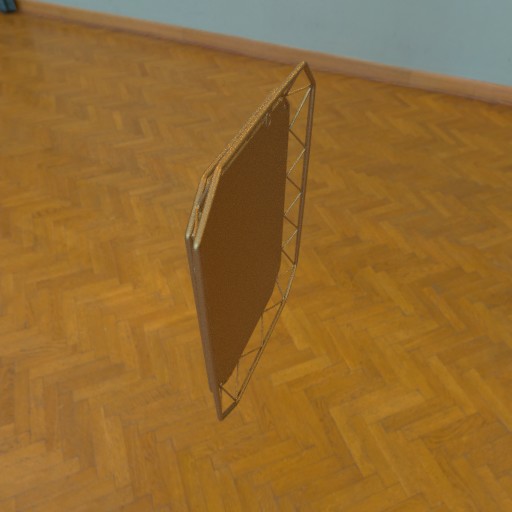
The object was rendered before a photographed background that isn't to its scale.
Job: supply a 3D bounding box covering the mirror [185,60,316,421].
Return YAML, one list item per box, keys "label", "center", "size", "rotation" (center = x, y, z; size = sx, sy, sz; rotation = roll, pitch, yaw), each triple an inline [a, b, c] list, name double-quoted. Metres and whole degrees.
- label: "mirror"
  center: [0.000, 0.000, 0.754]
  size: [0.042, 0.566, 0.417]
  rotation: [17, 49, 15]
